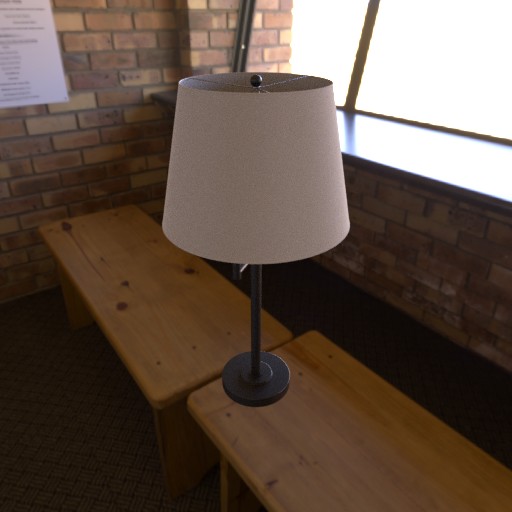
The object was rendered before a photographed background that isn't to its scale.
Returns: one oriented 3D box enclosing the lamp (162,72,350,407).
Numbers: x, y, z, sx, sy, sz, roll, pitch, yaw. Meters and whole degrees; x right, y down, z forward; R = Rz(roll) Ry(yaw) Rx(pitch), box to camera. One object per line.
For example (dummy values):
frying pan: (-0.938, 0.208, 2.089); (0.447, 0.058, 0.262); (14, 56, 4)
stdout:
lamp: (0.000, 0.000, 0.913); (0.363, 0.696, 0.363); (0, 29, 0)
